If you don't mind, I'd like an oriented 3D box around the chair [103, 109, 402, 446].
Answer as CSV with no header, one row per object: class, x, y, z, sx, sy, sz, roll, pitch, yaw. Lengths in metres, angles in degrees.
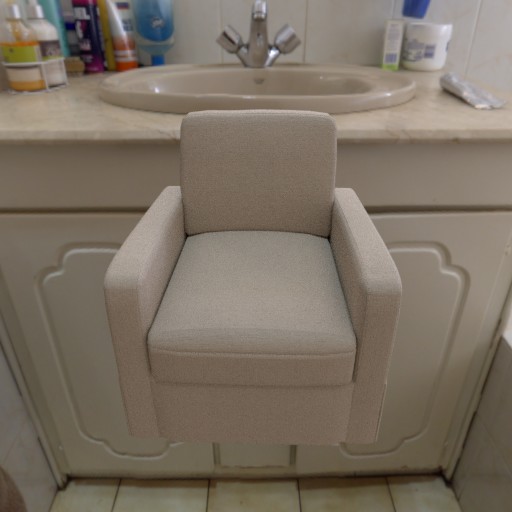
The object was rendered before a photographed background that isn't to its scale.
chair,0.000,0.000,1.492,0.755,0.827,0.888,1,30,2
